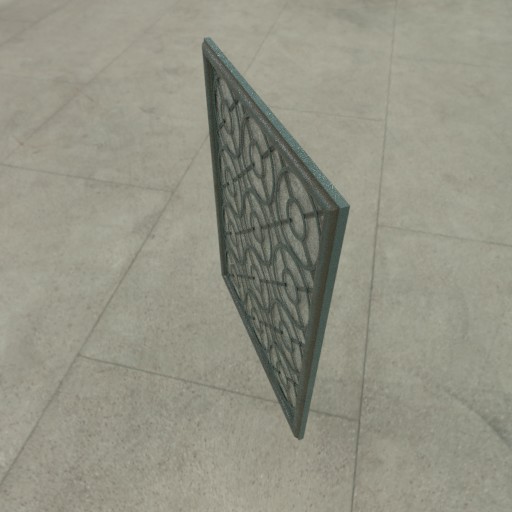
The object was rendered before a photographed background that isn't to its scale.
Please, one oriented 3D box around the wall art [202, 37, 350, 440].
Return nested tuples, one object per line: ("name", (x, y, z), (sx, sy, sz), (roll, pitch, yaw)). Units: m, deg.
("wall art", (0.000, 0.000, 1.324), (0.030, 0.983, 0.767), (-16, 49, -15))
